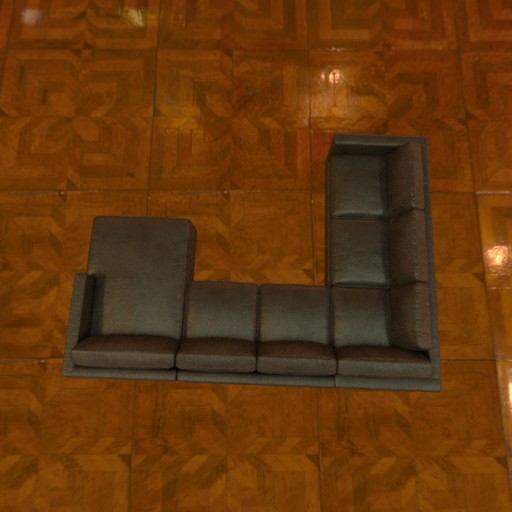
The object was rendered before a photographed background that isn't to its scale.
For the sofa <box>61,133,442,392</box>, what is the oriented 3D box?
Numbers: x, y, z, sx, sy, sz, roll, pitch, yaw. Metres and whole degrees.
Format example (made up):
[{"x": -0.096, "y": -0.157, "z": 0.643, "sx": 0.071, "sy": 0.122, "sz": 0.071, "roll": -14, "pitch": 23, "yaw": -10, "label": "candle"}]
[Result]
[{"x": 0.000, "y": 0.000, "z": 4.418, "sx": 3.324, "sy": 0.891, "sz": 2.452, "roll": 2, "pitch": 76, "yaw": 1, "label": "sofa"}]
